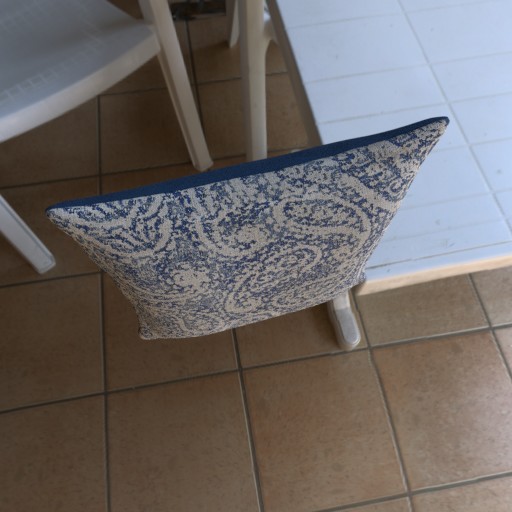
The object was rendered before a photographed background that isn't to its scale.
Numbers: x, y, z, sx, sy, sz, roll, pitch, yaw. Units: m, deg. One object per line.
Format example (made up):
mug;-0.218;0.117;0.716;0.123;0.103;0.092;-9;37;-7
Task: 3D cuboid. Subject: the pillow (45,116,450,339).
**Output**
pillow;0.000;0.000;0.768;0.523;0.510;0.166;-14;65;-7
